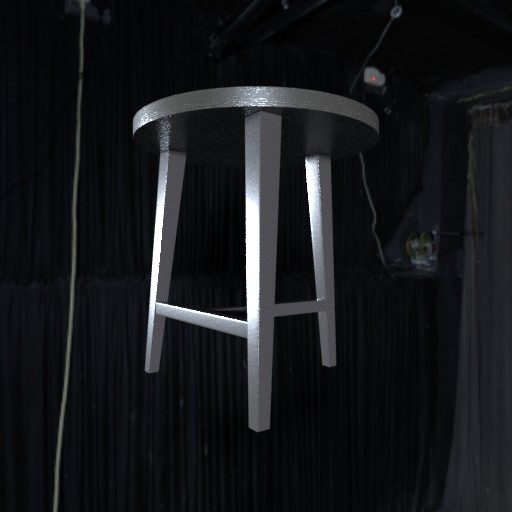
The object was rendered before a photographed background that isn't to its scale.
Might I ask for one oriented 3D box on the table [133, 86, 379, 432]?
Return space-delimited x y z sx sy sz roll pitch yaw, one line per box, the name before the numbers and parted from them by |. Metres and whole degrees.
table | 0.000 0.000 0.938 0.500 0.531 0.500 0 0 0
